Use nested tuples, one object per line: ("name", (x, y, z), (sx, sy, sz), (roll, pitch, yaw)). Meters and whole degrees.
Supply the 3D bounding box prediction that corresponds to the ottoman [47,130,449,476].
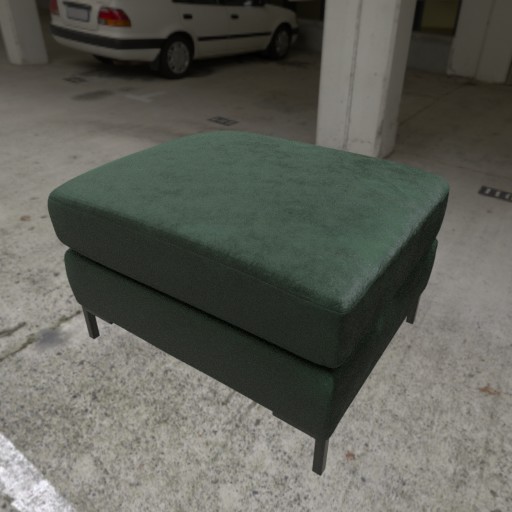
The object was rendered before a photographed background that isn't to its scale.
("ottoman", (0.000, 0.000, 1.263), (0.839, 0.538, 0.701), (20, 36, 29))
